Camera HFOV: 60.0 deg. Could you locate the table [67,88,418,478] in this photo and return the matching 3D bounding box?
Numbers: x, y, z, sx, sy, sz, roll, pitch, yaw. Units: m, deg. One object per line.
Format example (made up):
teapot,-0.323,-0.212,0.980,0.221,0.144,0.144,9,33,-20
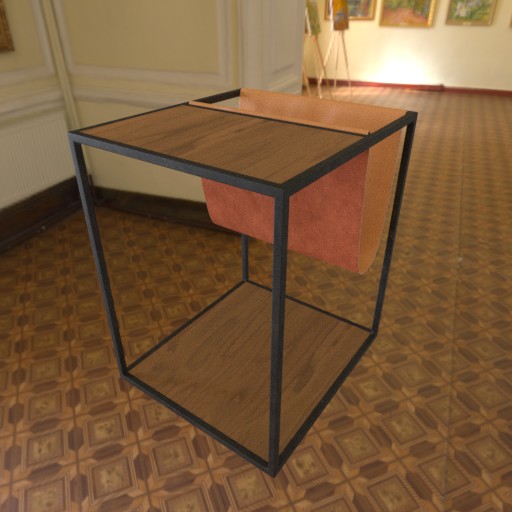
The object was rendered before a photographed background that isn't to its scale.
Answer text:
table,0.000,0.000,0.878,0.399,0.536,0.450,20,36,30
